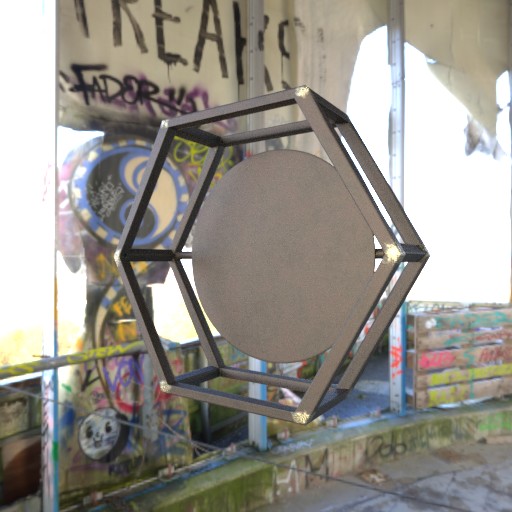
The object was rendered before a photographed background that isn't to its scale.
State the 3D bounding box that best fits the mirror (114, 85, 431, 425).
[{"bbox_3d":[0.000,0.000,0.536,0.380,0.334,0.119,0,-1,34],"label":"mirror"}]
